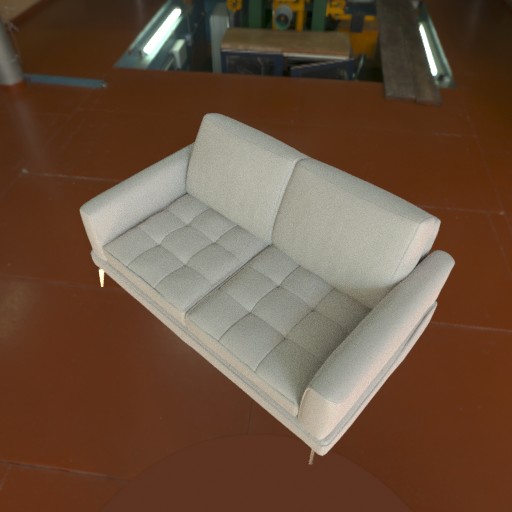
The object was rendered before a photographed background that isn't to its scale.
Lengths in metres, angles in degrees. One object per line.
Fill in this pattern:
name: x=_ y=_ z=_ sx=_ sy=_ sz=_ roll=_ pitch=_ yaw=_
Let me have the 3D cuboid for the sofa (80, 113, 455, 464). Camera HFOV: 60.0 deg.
sofa: x=0.000 y=0.000 z=2.467 sx=1.819 sy=0.930 sz=1.121 roll=33 pitch=55 yaw=27
